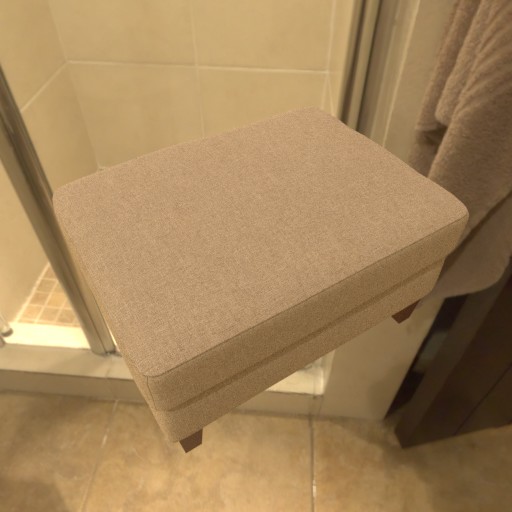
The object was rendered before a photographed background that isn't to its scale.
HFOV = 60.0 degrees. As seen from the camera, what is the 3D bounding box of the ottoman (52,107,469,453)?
[{"bbox_3d":[0.000,0.000,1.277,0.898,0.519,0.677,-24,51,-22],"label":"ottoman"}]
